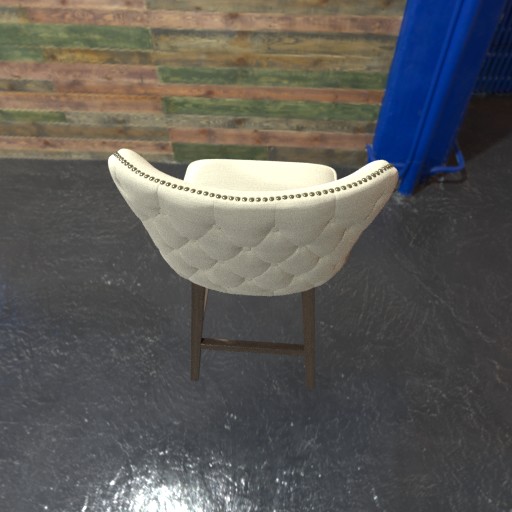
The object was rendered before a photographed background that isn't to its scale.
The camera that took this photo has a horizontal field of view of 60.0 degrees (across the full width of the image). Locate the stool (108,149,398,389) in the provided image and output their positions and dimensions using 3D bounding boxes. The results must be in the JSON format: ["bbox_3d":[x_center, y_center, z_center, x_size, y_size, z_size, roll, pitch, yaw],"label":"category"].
[{"bbox_3d":[0.000,0.000,1.347,0.615,0.972,0.597,3,49,3],"label":"stool"}]
